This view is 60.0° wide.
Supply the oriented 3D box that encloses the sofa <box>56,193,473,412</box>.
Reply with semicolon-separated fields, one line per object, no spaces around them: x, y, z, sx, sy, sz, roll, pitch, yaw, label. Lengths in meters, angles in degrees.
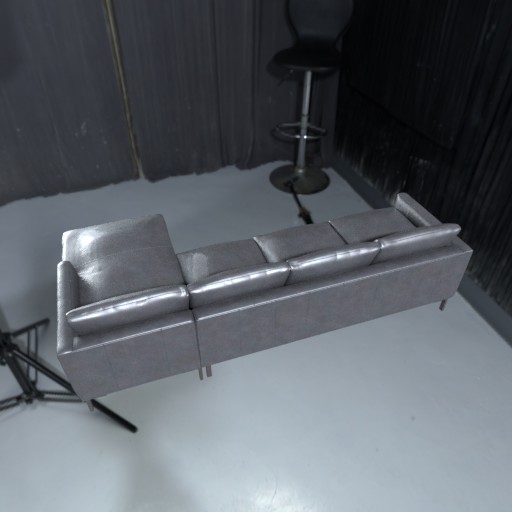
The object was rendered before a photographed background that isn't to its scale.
0.000;0.000;3.626;2.993;0.859;1.471;-13;41;-15;sofa
